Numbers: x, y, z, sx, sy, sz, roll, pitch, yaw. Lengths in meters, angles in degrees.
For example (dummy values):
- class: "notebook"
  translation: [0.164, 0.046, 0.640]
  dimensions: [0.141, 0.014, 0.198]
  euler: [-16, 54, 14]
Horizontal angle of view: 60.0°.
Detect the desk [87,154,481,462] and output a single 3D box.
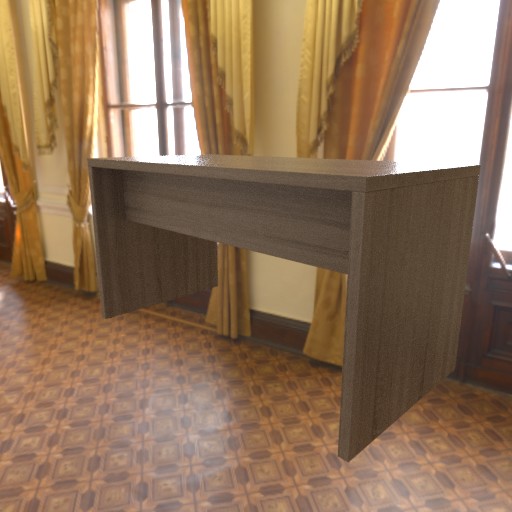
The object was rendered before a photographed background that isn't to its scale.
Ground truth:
- class: "desk"
  translation: [0.000, 0.000, 1.774]
  dimensions: [0.690, 0.745, 1.380]
  euler: [-14, 20, -43]
